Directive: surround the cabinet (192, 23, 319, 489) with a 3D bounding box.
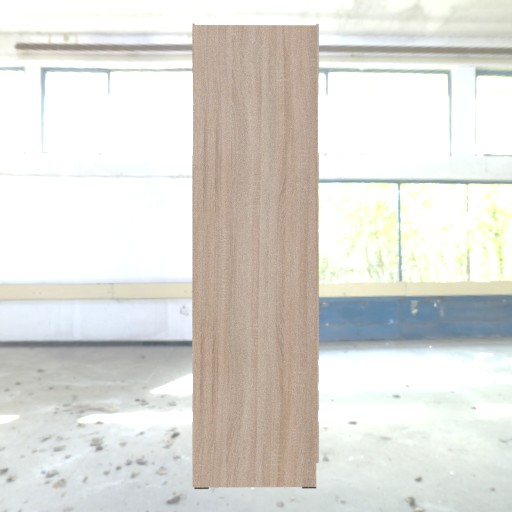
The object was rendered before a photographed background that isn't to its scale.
[{"bbox_3d":[0.000,0.000,2.519,0.590,2.121,1.001,0,0,-1],"label":"cabinet"}]
